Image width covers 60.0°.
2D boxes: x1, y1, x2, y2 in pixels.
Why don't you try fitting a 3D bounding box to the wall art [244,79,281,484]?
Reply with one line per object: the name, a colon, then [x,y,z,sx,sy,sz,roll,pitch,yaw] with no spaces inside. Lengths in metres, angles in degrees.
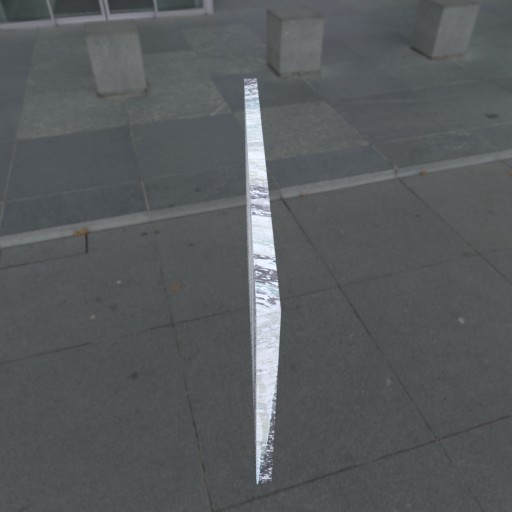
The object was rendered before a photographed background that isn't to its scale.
wall art: [0.000,0.000,1.175,0.038,0.598,0.919,-1,41,-2]
